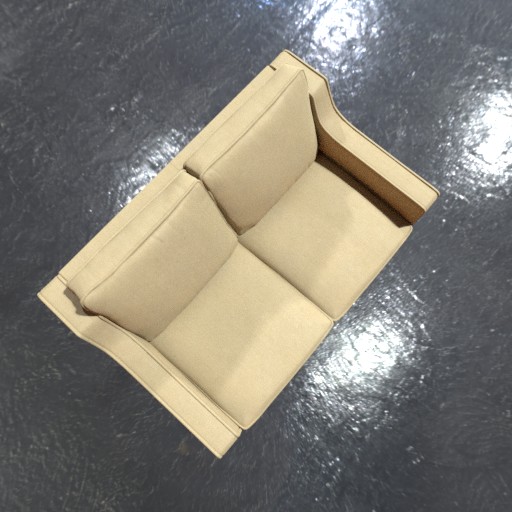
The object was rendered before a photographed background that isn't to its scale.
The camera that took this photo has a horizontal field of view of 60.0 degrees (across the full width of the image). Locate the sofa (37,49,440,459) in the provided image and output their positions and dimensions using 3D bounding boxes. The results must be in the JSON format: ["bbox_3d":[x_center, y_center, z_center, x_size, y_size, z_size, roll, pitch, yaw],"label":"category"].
[{"bbox_3d":[0.000,0.000,2.114,0.987,0.971,1.501,40,79,9],"label":"sofa"}]
